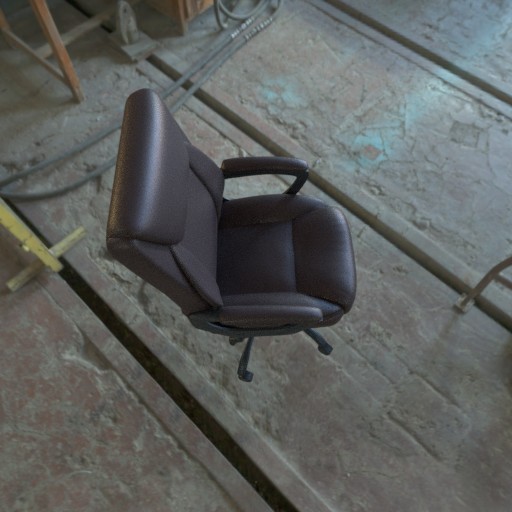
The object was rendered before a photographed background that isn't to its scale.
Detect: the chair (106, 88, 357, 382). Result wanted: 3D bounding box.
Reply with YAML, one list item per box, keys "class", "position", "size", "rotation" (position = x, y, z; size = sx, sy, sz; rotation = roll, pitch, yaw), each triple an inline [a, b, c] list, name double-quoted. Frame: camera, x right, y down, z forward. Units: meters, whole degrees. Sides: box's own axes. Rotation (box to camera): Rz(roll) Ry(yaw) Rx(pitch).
- class: "chair"
  position: [0.000, 0.000, 1.467]
  size: [0.655, 1.072, 0.615]
  rotation: [-1, 63, -1]
